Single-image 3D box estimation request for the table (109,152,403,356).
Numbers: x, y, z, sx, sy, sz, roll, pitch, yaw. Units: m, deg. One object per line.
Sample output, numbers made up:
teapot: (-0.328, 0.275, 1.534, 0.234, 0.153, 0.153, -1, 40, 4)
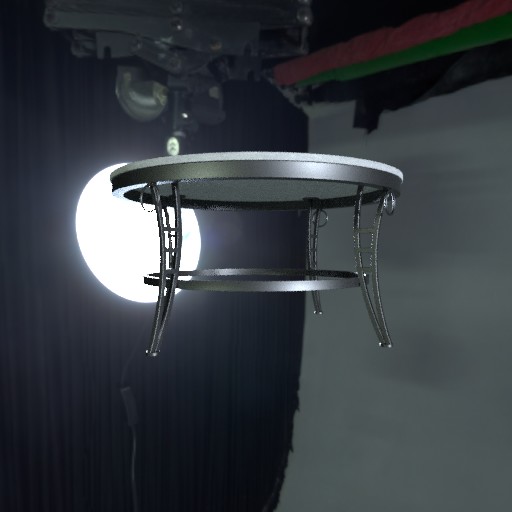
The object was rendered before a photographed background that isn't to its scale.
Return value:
table: (0.000, 0.000, 1.418, 0.889, 0.470, 0.889, 0, 1, 0)
